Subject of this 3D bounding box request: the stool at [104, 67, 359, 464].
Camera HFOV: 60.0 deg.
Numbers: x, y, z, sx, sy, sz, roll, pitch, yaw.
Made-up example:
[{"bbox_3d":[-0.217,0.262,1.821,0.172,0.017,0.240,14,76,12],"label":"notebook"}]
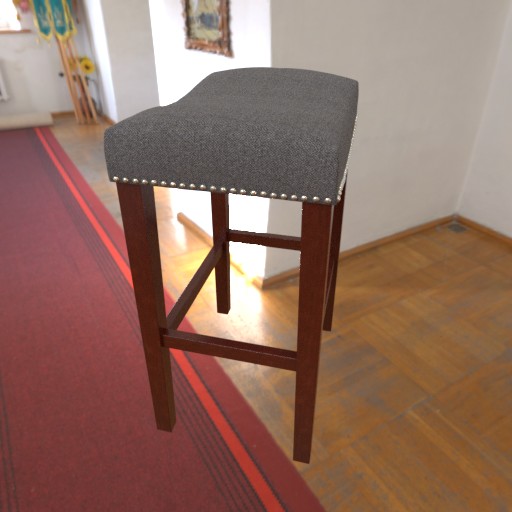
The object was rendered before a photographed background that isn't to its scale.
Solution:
[{"bbox_3d":[0.000,0.000,1.017,0.372,0.742,0.504,8,33,12],"label":"stool"}]
